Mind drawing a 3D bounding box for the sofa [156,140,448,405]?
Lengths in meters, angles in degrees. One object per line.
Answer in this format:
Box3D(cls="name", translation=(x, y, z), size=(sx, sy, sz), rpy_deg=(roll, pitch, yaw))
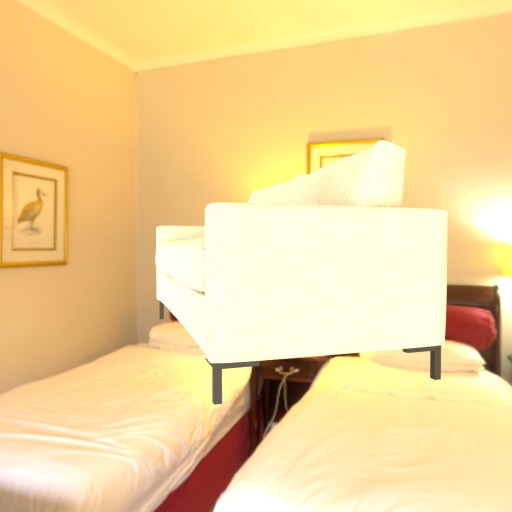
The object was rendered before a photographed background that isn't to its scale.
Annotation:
Box3D(cls="sofa", translation=(0.000, 0.000, 2.121), size=(0.839, 0.812, 1.651), rpy_deg=(0, 1, -18))
